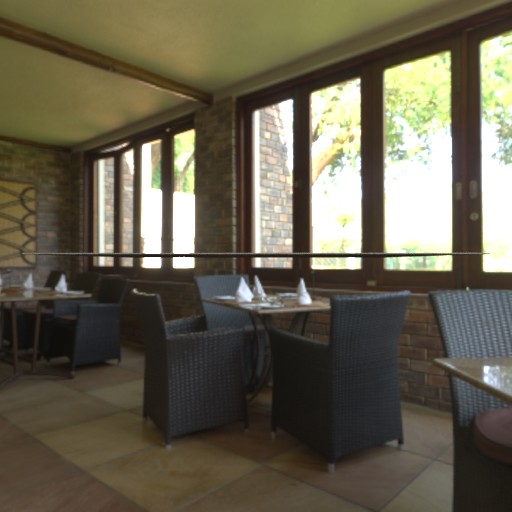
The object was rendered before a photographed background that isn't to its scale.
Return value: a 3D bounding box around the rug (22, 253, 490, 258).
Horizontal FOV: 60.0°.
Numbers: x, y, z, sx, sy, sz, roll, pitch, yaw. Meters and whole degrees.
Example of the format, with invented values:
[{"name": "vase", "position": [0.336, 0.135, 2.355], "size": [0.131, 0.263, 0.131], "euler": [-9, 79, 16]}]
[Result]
[{"name": "rug", "position": [0.000, 0.000, 4.065], "size": [3.036, 0.008, 2.440], "euler": [0, -1, 1]}]
